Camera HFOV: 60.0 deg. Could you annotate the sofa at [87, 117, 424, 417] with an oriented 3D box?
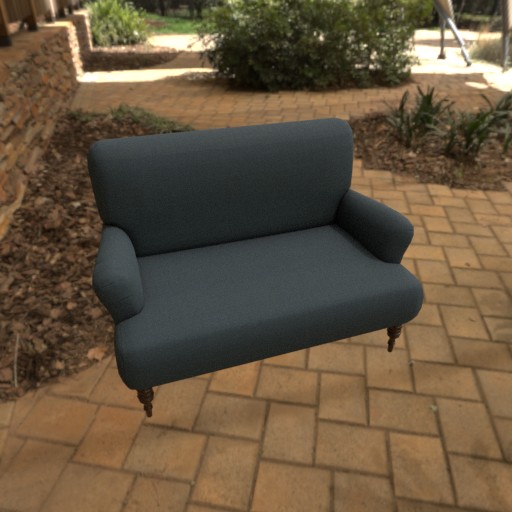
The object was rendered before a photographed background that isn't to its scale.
[{"bbox_3d":[0.000,0.000,1.876,1.297,0.889,0.779,-10,33,-16],"label":"sofa"}]
